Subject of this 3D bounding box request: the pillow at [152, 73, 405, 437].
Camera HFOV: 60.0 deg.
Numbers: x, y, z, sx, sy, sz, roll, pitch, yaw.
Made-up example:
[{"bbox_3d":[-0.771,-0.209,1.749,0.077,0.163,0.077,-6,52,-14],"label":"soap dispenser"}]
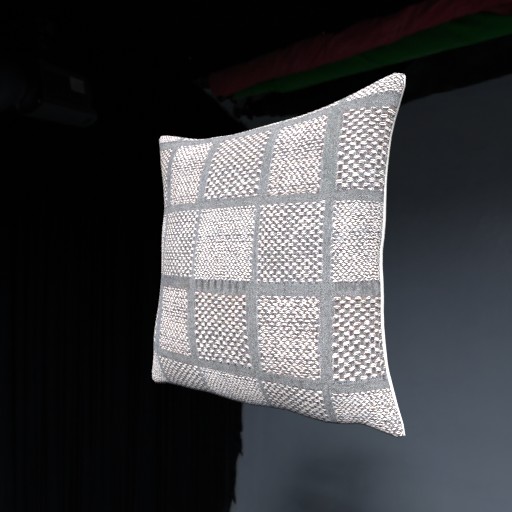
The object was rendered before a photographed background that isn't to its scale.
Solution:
[{"bbox_3d":[0.000,0.000,0.648,0.435,0.432,0.138,-1,-2,37],"label":"pillow"}]
